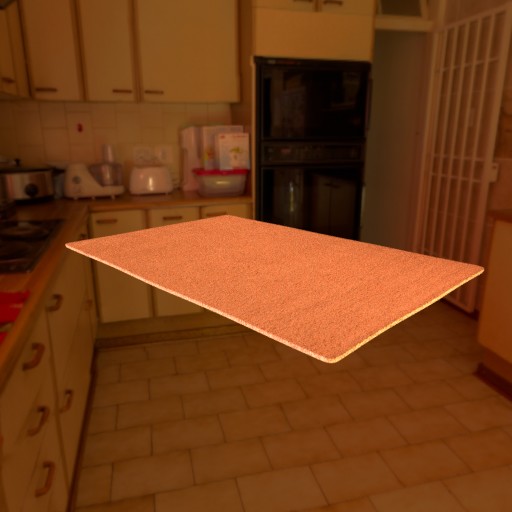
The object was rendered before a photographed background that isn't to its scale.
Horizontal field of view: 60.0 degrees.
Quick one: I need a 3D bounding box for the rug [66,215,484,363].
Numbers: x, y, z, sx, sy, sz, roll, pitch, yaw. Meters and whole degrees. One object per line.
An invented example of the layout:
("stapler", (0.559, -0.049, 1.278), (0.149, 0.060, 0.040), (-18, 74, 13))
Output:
("rug", (0.000, 0.000, 3.360), (1.801, 0.024, 2.700), (-16, 22, -43))
